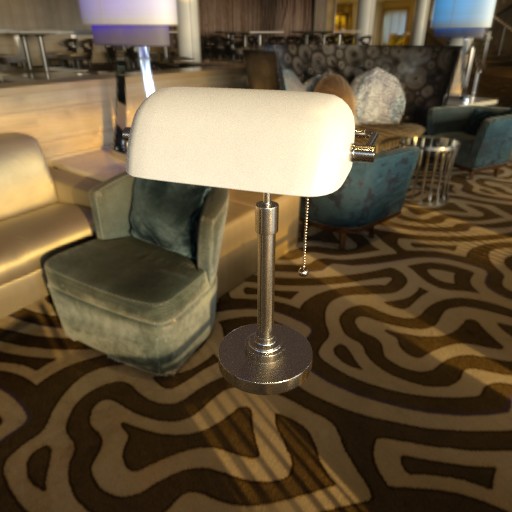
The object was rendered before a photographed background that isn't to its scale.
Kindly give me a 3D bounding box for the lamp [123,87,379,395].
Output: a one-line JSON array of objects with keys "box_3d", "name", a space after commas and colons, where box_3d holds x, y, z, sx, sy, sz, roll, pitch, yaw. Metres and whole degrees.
[{"box_3d": [0.000, 0.000, 0.559, 0.269, 0.404, 0.227, 9, 28, 18], "name": "lamp"}]
